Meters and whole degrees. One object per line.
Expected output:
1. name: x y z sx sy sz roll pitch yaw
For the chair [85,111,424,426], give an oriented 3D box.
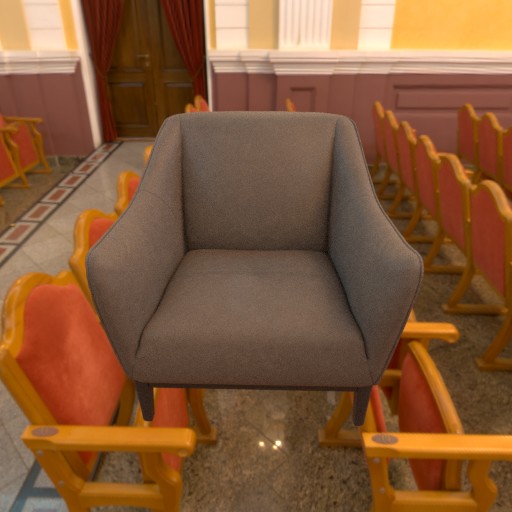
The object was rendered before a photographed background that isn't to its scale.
1. chair: 0.000 0.000 1.540 0.871 0.830 0.852 1 28 1
